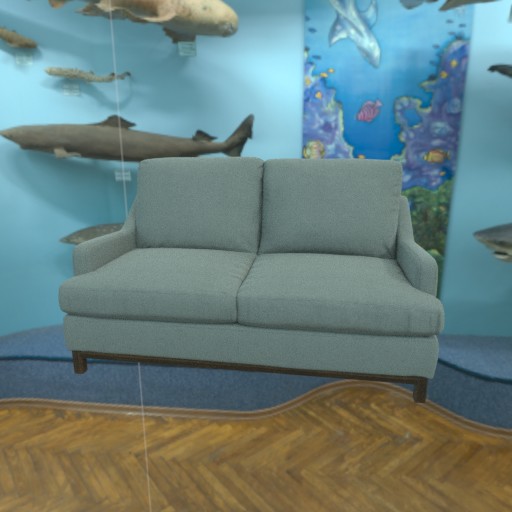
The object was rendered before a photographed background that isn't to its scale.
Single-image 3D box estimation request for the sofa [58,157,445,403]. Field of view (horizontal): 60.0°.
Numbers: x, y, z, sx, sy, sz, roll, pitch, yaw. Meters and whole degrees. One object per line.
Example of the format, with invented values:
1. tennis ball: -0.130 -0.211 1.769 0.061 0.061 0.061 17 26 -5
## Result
1. sofa: 0.000 0.000 2.196 1.589 0.921 0.987 2 16 8
